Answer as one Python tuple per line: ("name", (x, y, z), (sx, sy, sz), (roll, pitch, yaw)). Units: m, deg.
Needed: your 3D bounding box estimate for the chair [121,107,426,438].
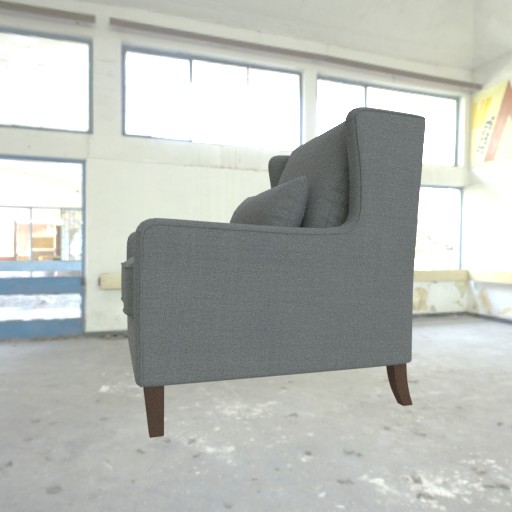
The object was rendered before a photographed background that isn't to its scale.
("chair", (0.000, 0.000, 1.790), (1.040, 1.056, 0.866), (0, 0, -18))
